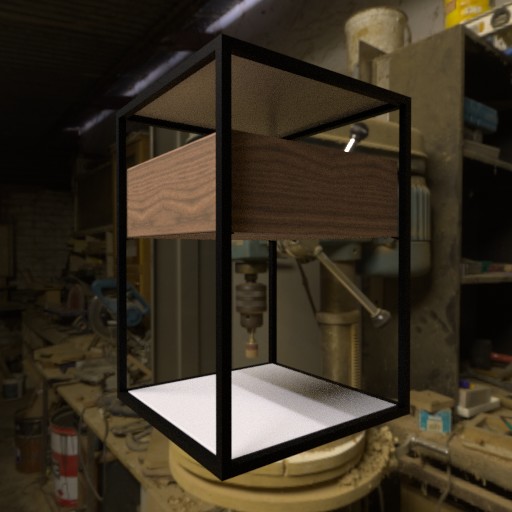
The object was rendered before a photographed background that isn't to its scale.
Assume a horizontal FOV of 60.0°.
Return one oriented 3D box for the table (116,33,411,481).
[{"bbox_3d":[0.000,0.000,0.797,0.378,0.540,0.378,-1,1,-36],"label":"table"}]
